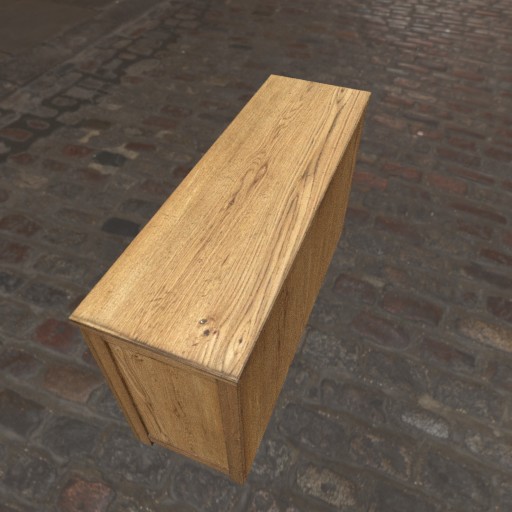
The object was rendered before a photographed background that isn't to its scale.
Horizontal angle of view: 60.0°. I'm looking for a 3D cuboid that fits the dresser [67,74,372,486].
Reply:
[{"bbox_3d":[0.000,0.000,2.062,0.563,0.932,1.657,16,49,15],"label":"dresser"}]
